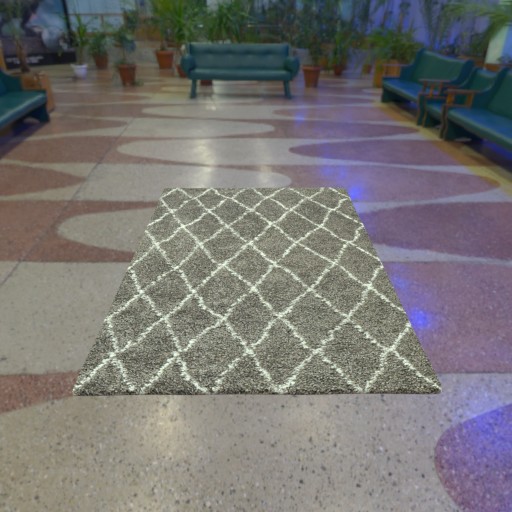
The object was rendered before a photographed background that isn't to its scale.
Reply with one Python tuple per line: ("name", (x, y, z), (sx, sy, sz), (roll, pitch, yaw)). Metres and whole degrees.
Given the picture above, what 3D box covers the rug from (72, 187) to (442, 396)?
("rug", (0.000, 0.000, 2.215), (1.219, 0.030, 1.778), (0, 30, 0))
